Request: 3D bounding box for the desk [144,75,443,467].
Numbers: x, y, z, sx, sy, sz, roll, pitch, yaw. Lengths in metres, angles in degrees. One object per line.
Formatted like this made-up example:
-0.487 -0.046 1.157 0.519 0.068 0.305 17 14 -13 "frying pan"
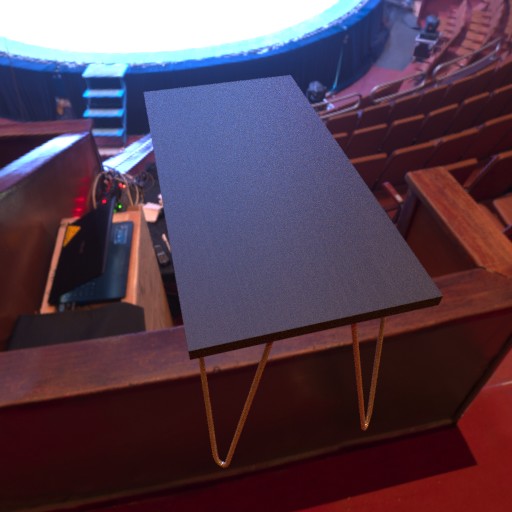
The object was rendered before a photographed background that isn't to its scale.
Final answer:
0.000 0.000 1.389 0.499 0.660 0.991 -11 48 -10 "desk"
